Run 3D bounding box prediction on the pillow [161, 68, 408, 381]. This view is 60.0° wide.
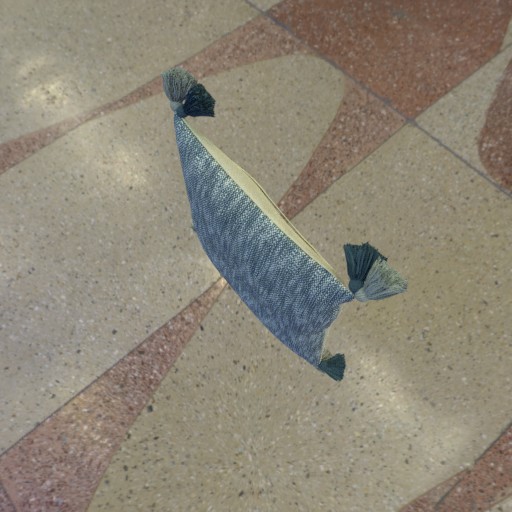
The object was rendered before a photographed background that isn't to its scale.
[{"bbox_3d":[0.000,0.000,0.959,0.138,0.634,0.614,-37,70,-16],"label":"pillow"}]
